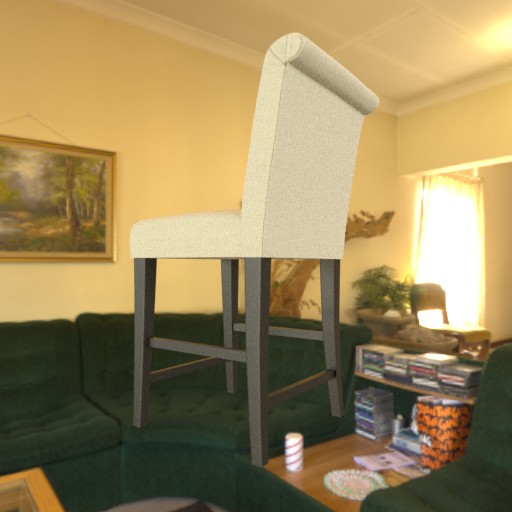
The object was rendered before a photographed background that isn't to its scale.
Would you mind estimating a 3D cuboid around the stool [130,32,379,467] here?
[{"bbox_3d":[0.000,0.000,1.299,0.597,0.976,0.452,-1,-1,36],"label":"stool"}]
